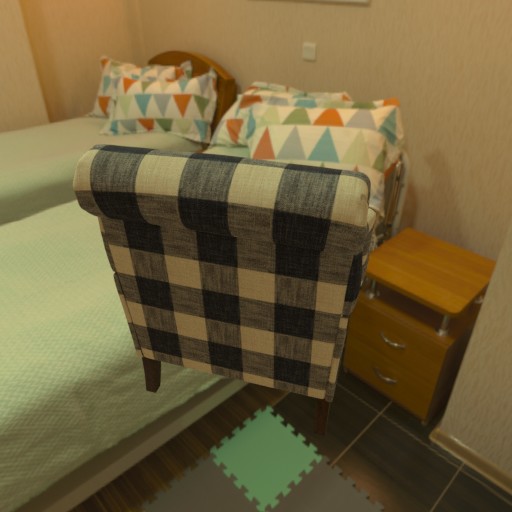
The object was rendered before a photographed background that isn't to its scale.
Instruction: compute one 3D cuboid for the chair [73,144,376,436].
[{"bbox_3d":[0.000,0.000,1.590,0.781,0.953,0.848,9,34,14],"label":"chair"}]
